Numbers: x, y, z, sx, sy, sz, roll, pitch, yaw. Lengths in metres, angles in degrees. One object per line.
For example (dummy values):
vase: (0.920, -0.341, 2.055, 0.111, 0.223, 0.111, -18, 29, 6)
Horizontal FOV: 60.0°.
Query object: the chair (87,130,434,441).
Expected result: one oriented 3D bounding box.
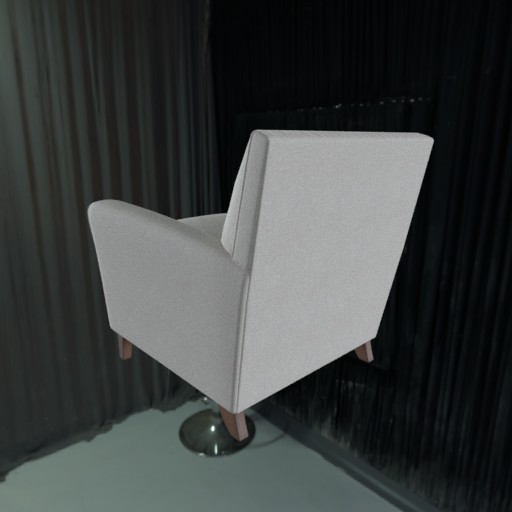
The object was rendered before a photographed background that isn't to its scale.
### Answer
chair: (0.000, 0.000, 1.583, 0.840, 0.846, 0.871, -14, 20, -42)
